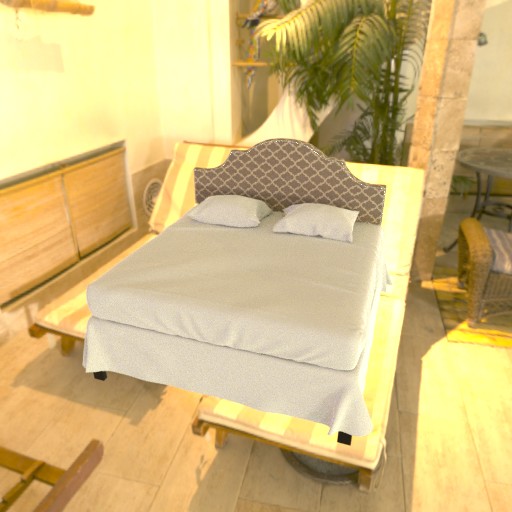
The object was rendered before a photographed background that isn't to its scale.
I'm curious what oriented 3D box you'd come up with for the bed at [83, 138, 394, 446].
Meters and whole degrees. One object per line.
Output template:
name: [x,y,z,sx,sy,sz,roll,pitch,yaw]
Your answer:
bed: [0.000,0.000,3.763,2.314,1.601,2.222,9,28,17]
